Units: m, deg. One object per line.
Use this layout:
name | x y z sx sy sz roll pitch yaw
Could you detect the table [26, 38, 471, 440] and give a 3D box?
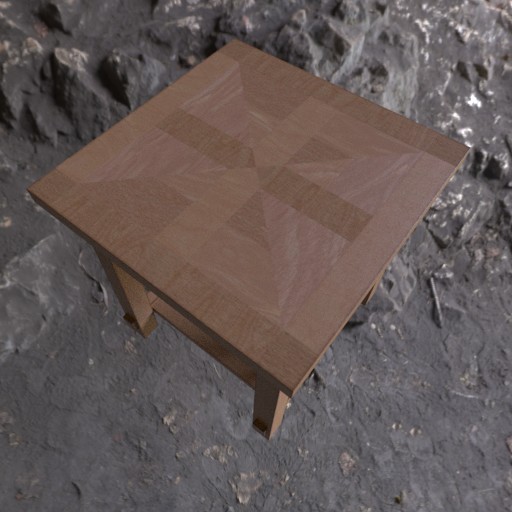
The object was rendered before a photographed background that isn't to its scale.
table | 0.000 0.000 1.123 0.610 0.638 0.612 33 63 19
